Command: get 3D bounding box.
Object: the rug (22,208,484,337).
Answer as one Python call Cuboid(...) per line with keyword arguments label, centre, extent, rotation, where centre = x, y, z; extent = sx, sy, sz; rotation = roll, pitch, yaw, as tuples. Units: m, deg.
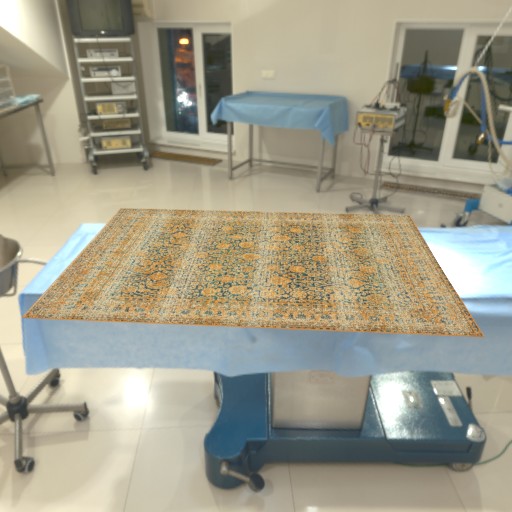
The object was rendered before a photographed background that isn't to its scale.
Cuboid(label="rug", centre=(0.000, 0.000, 2.904), extent=(2.336, 0.007, 1.525), rotation=(2, 28, 3))
